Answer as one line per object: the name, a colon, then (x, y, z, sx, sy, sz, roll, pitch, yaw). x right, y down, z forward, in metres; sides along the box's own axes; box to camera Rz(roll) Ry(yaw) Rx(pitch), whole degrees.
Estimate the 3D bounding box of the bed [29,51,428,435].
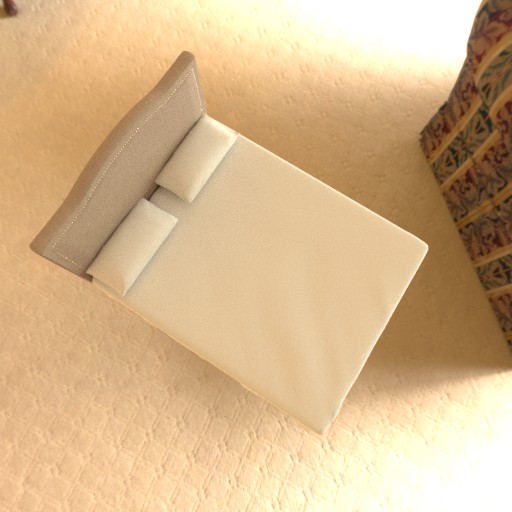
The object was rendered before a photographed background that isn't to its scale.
bed: (0.000, 0.000, 3.380, 2.282, 1.436, 1.821, 32, 78, 7)
